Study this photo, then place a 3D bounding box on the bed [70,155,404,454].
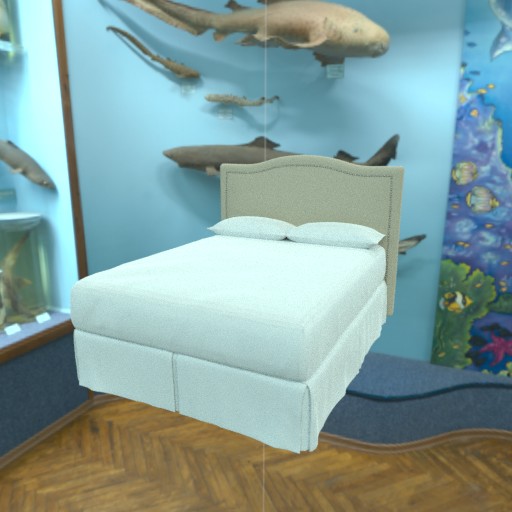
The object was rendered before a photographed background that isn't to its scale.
[{"bbox_3d":[0.000,0.000,3.321,1.753,1.460,2.143,6,15,25],"label":"bed"}]
